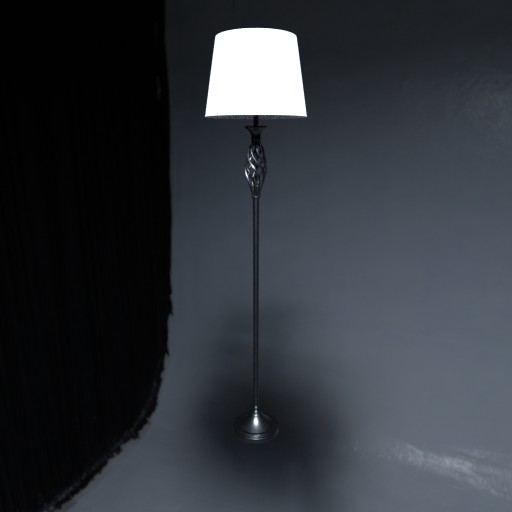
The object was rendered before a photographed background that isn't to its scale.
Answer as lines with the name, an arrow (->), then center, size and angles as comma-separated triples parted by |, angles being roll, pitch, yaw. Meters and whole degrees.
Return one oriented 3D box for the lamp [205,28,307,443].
lamp -> 0.000, 0.000, 1.802 | 0.379, 1.623, 0.379 | 0, 15, 0
